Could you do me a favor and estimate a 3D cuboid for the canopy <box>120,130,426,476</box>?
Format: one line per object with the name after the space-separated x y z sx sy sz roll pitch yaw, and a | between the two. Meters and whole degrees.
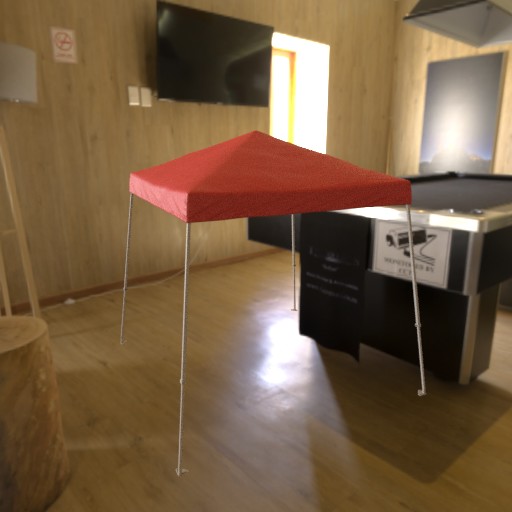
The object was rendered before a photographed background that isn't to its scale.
0.000 0.000 6.603 3.600 3.600 3.599 -7 16 -25 | canopy
